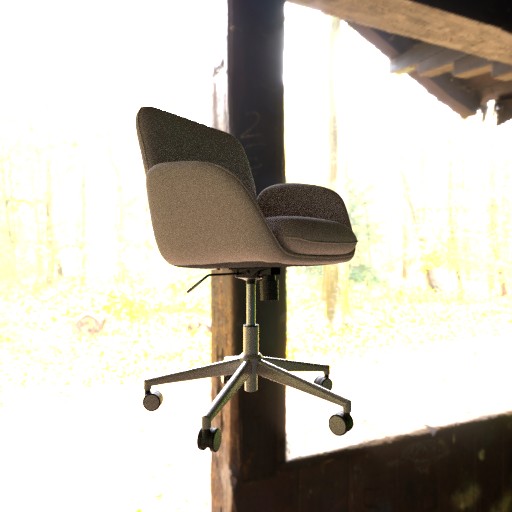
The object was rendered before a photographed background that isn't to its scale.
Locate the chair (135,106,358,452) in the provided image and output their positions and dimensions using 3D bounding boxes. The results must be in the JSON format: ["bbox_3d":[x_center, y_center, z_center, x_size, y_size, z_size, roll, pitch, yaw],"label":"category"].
[{"bbox_3d":[0.000,0.000,1.371,0.633,0.959,0.648,0,0,37],"label":"chair"}]
